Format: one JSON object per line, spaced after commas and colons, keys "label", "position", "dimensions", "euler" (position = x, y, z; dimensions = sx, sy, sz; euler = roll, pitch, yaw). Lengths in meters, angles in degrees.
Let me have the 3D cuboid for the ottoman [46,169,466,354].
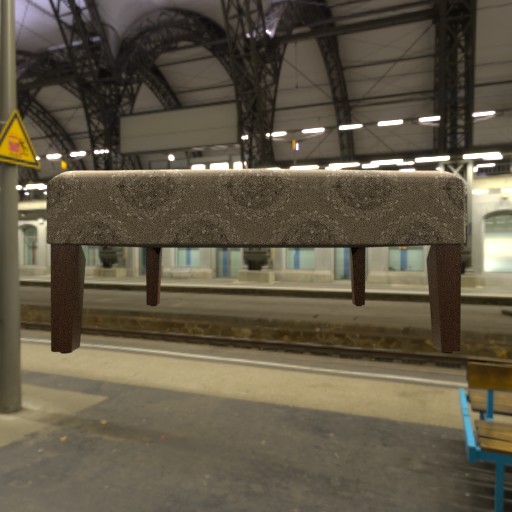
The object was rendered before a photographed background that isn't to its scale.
{"label": "ottoman", "position": [0.000, 0.000, 1.371], "dimensions": [0.890, 0.411, 0.889], "euler": [0, 1, 0]}
